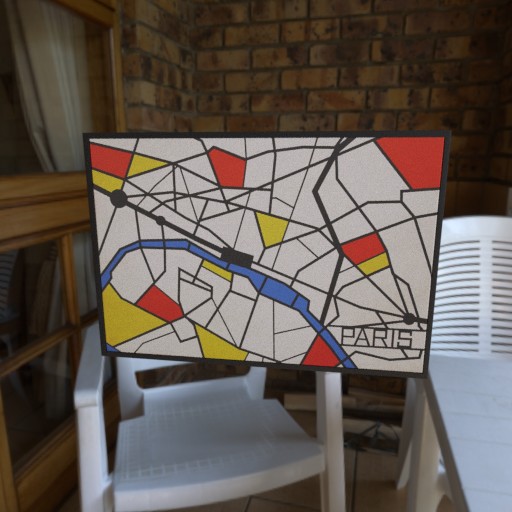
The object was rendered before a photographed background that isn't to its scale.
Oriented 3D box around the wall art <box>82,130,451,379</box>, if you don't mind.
[{"bbox_3d":[0.000,0.000,1.230,0.963,0.665,0.013,2,13,8],"label":"wall art"}]
